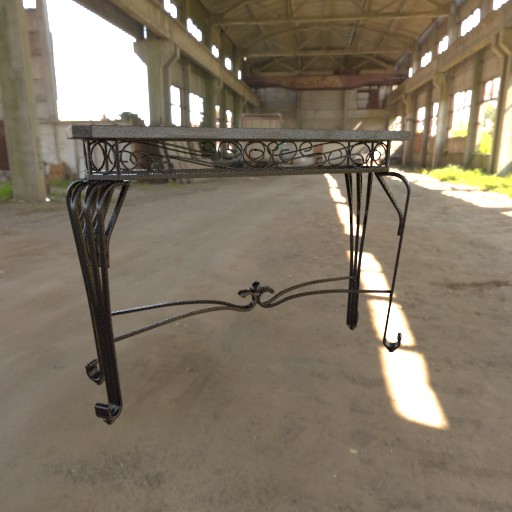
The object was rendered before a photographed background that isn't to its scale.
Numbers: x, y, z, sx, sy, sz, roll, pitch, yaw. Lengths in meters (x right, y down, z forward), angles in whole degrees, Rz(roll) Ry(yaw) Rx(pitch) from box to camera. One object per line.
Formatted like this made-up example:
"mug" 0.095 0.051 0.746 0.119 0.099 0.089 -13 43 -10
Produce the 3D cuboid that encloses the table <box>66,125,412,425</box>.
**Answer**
"table" 0.000 0.000 1.465 1.112 0.800 0.329 -7 15 -25
